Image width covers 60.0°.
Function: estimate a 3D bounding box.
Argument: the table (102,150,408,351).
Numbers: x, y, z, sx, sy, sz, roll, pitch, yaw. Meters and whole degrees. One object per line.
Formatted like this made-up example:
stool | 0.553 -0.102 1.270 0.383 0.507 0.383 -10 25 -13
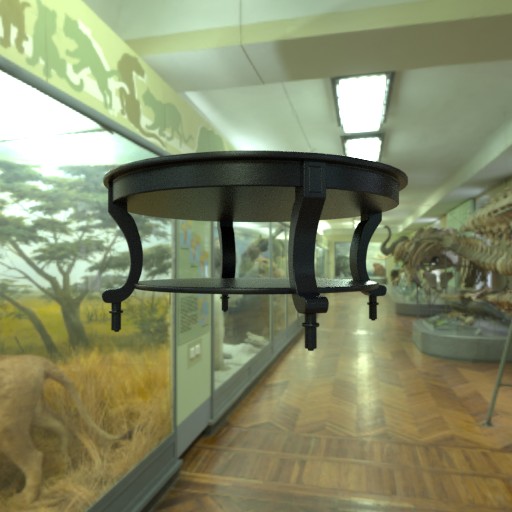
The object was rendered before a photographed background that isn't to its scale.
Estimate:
table | 0.000 0.000 1.569 1.029 0.491 1.029 0 -1 0
